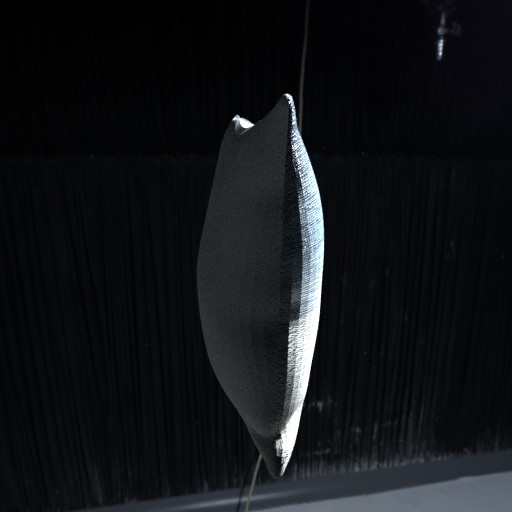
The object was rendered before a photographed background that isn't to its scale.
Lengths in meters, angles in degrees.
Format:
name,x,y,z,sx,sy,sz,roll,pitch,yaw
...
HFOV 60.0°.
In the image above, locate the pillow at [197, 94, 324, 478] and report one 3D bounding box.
name,x,y,z,sx,sy,sz,roll,pitch,yaw
pillow,0.000,0.000,0.683,0.182,0.441,0.440,-2,16,-9
